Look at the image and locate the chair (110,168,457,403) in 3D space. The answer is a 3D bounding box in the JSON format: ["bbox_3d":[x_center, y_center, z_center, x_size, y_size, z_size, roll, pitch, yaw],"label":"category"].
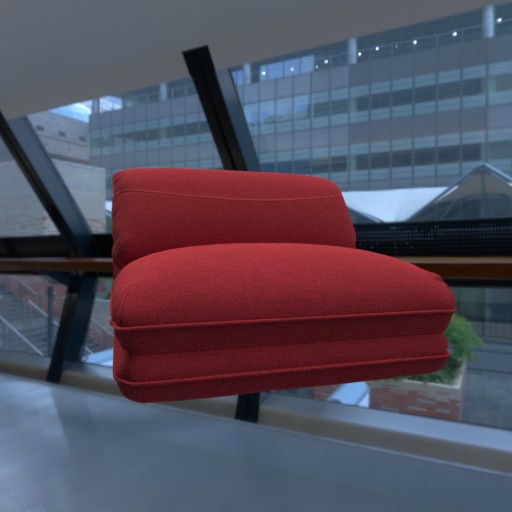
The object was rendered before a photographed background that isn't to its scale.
[{"bbox_3d":[0.000,0.000,1.306,0.820,0.580,0.780,0,2,-17],"label":"chair"}]
